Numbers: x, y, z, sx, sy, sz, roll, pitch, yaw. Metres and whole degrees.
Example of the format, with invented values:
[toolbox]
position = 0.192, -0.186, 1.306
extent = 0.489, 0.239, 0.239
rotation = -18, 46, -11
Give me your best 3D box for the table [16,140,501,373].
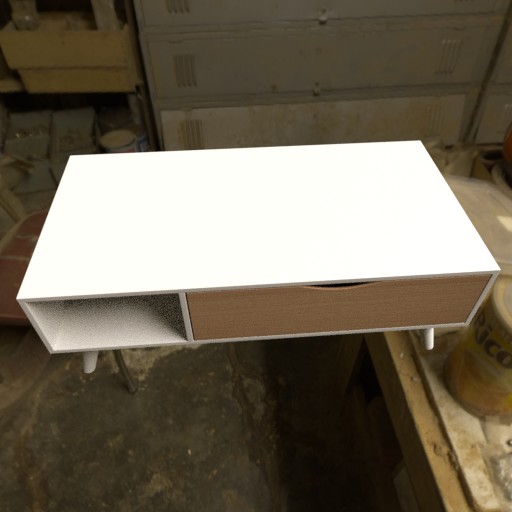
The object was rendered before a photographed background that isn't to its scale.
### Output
[table]
position = 0.000, 0.000, 1.453
extent = 1.194, 0.432, 0.609
rotation = -3, 46, -3
